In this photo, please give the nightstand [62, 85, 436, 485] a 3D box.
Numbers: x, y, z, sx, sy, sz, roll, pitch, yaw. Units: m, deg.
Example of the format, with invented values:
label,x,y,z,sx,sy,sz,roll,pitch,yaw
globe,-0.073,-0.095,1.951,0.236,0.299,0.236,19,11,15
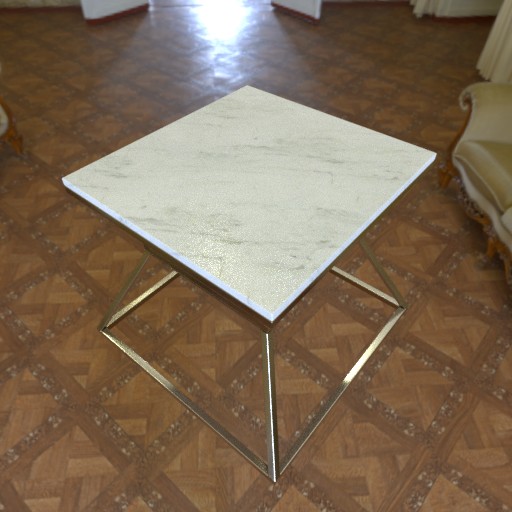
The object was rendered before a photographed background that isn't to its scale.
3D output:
label,x,y,z,sx,sy,sz,roll,pitch,yaw
nightstand,0.000,0.000,0.890,0.514,0.426,0.513,30,52,27
